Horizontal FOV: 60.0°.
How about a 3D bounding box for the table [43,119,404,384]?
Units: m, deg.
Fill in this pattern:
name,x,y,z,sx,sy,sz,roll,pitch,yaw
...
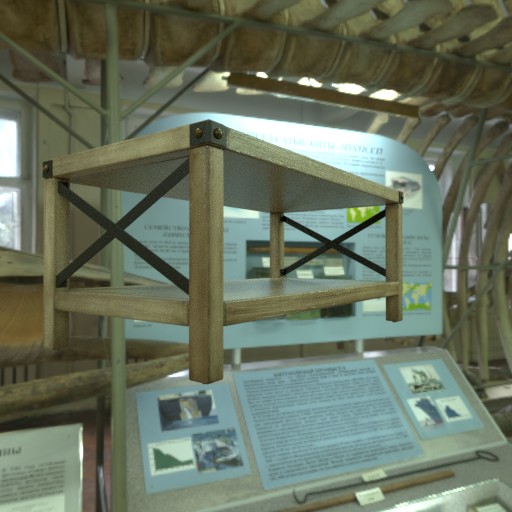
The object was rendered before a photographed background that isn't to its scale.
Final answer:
name,x,y,z,sx,sy,sz,roll,pitch,yaw
table,0.000,0.000,1.310,0.559,0.456,1.016,0,-1,37
